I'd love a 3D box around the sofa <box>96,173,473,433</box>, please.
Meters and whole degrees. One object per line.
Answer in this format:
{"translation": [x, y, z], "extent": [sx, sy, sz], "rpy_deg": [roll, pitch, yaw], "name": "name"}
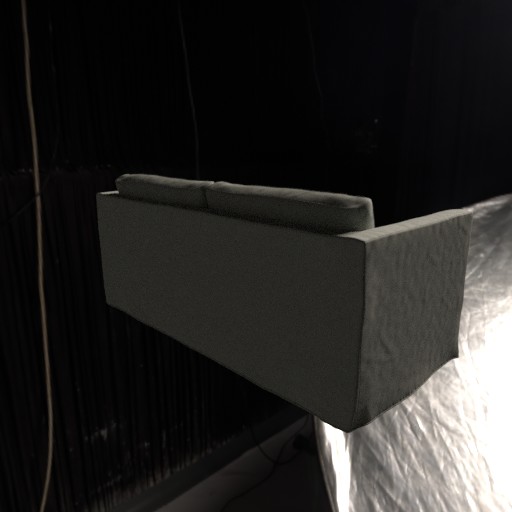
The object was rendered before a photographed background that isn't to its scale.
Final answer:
{"translation": [0.000, 0.000, 2.478], "extent": [0.940, 0.870, 1.987], "rpy_deg": [-14, 20, -42], "name": "sofa"}
